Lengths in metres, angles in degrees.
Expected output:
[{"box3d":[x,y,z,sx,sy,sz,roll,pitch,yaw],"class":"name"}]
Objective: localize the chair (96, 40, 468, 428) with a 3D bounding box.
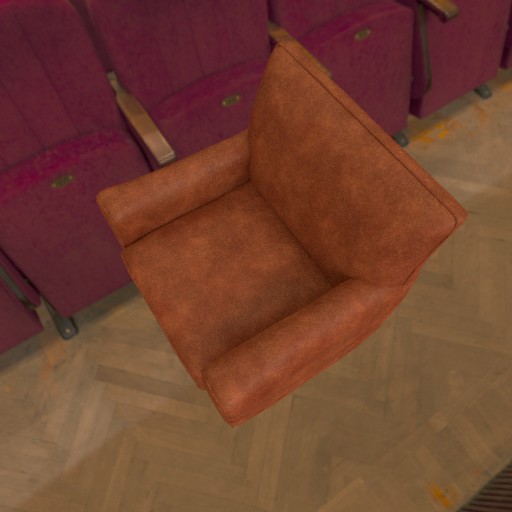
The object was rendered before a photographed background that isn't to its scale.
[{"box3d":[0.000,0.000,1.591,0.823,0.943,0.870,-30,66,-15],"class":"chair"}]
